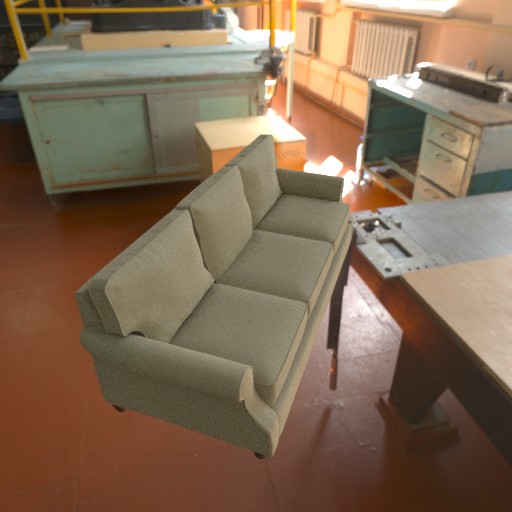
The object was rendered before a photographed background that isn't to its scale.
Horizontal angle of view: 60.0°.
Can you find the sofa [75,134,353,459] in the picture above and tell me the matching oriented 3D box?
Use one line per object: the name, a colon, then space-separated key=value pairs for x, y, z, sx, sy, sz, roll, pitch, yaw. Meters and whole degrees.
sofa: x=0.000 y=0.000 z=2.862 sx=0.966 sy=0.948 sz=2.354 roll=11 pitch=34 yaw=17
